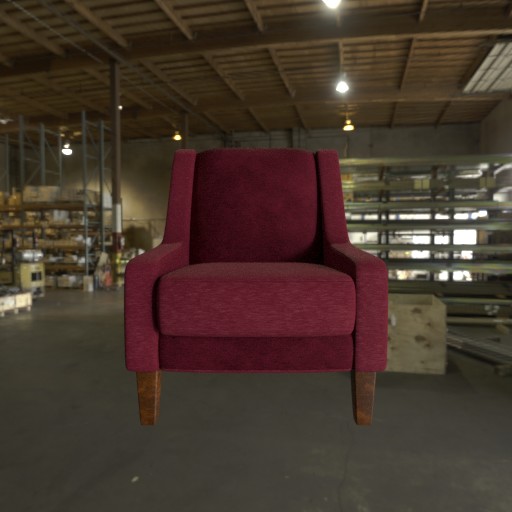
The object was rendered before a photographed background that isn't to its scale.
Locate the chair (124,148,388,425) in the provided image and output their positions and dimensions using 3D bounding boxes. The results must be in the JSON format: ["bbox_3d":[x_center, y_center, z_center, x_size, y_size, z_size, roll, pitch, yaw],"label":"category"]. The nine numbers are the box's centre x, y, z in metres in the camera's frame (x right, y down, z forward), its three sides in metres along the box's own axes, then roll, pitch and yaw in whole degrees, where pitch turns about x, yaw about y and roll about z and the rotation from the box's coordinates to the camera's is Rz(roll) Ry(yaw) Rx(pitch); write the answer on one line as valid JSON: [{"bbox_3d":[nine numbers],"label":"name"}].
[{"bbox_3d":[0.000,0.000,1.736,0.793,1.017,0.985,0,2,0],"label":"chair"}]
